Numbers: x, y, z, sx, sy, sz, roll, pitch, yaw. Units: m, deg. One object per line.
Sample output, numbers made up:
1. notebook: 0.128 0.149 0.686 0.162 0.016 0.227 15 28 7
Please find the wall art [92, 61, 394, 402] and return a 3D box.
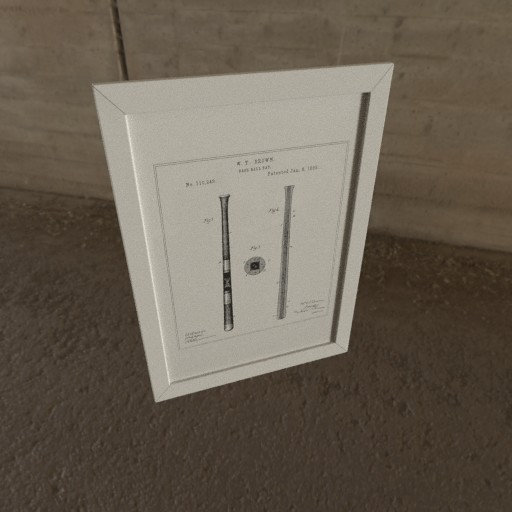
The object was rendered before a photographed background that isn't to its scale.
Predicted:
1. wall art: 0.000 0.000 0.676 0.374 0.529 0.012 -11 36 -15
